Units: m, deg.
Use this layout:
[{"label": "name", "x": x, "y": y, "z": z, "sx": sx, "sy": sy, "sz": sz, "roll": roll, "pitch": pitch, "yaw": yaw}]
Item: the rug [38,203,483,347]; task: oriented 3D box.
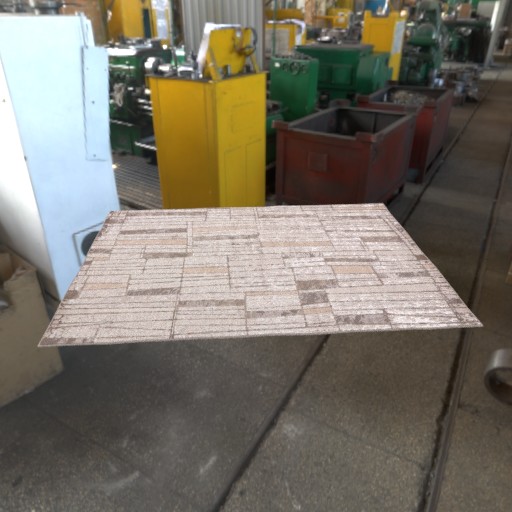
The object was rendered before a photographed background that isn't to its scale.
[{"label": "rug", "x": 0.000, "y": 0.000, "z": 4.373, "sx": 3.357, "sy": 0.019, "sz": 2.449, "roll": -2, "pitch": 30, "yaw": -4}]
